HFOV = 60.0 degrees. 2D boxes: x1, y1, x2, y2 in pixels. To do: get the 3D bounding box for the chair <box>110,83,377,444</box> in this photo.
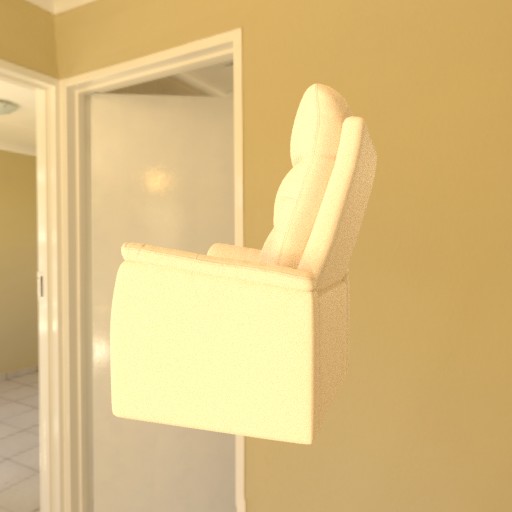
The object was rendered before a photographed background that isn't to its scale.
[{"bbox_3d":[0.000,0.000,1.647,0.831,1.082,0.775,0,1,19],"label":"chair"}]
